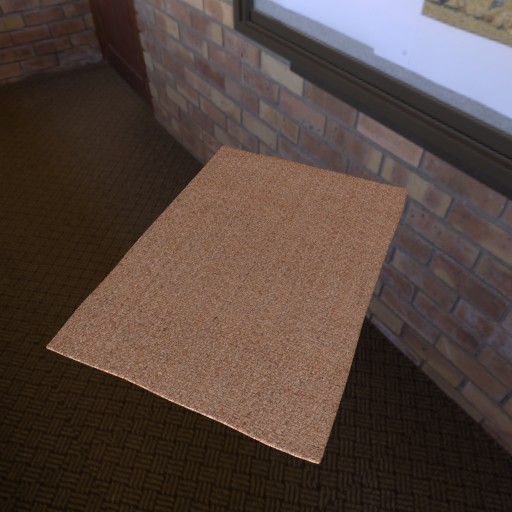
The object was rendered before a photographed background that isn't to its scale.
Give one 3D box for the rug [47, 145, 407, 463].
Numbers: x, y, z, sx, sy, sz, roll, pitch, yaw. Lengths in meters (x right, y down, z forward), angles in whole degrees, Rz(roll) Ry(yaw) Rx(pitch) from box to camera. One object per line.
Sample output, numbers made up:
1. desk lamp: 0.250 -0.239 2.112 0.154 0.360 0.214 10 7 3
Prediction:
1. rug: 0.000 0.000 2.838 1.566 0.013 2.141 17 49 16
